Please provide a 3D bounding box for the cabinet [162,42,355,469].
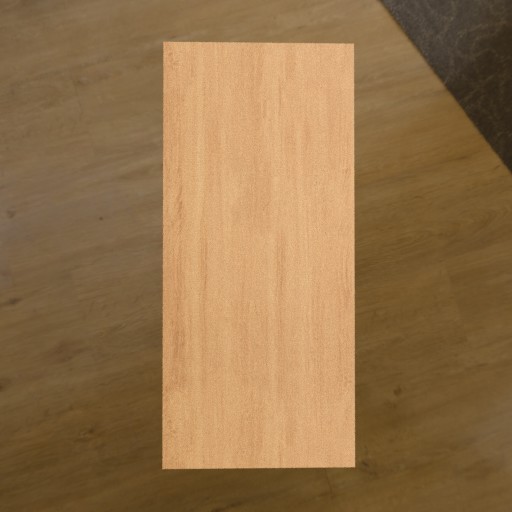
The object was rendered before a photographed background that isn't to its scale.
[{"bbox_3d":[0.000,0.000,1.546,0.500,0.780,1.110,0,89,-1],"label":"cabinet"}]
